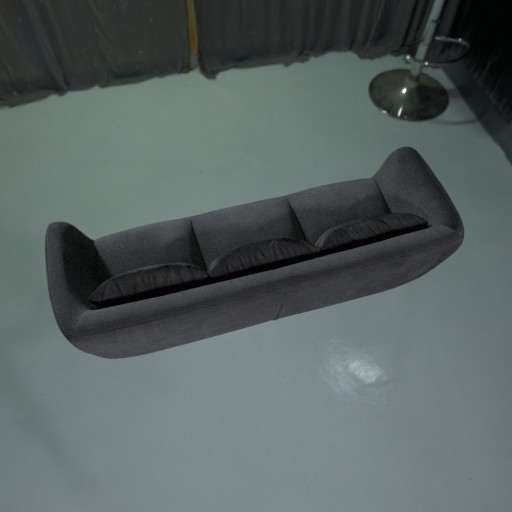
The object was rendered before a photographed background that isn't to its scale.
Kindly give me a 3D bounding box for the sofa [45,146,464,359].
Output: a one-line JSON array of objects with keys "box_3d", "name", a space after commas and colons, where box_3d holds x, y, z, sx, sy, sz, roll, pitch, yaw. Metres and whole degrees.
[{"box_3d": [0.000, 0.000, 2.745, 2.296, 0.875, 0.956, -14, 59, -8], "name": "sofa"}]
